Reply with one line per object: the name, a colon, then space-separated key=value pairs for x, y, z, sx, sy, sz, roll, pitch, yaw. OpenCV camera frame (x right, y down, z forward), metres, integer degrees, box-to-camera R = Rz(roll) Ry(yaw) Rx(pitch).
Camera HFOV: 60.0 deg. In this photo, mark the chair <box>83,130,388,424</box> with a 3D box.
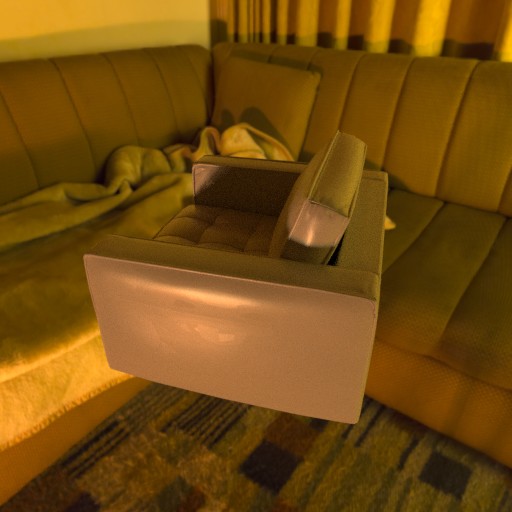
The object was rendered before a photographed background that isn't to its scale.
chair: x=0.000 y=0.000 z=1.567 sx=0.843 sy=0.773 sz=0.928 roll=8 pitch=32 yaw=14
